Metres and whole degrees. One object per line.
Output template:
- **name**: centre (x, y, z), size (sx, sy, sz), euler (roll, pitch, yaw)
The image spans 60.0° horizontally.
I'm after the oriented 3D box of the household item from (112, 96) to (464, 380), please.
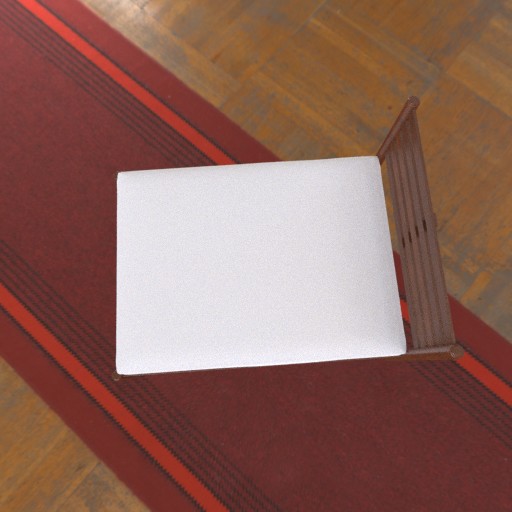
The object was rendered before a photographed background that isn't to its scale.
- **household item**: centre (0.000, 0.000, 3.297), size (2.232, 1.356, 1.663), euler (-4, 76, -1)
